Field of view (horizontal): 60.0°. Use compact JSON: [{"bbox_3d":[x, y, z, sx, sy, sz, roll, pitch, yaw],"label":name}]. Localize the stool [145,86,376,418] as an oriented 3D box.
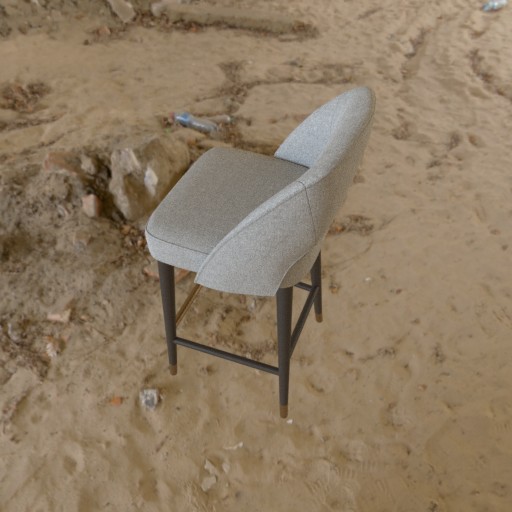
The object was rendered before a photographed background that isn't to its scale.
[{"bbox_3d":[0.000,0.000,1.332,0.509,1.037,0.494,17,49,15],"label":"stool"}]
